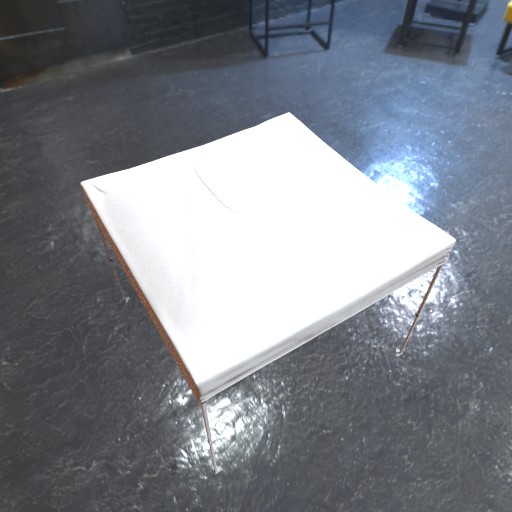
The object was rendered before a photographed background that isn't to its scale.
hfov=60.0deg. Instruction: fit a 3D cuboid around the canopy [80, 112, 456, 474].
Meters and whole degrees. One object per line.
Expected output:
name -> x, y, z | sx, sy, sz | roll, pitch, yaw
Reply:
canopy -> 0.000, 0.000, 5.386 | 2.996, 2.997, 2.998 | -25, 52, -21
